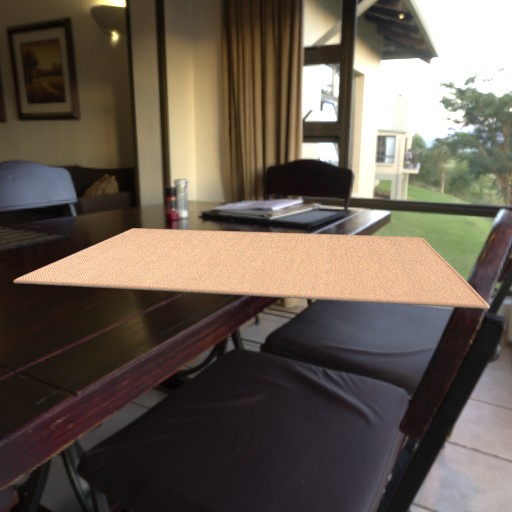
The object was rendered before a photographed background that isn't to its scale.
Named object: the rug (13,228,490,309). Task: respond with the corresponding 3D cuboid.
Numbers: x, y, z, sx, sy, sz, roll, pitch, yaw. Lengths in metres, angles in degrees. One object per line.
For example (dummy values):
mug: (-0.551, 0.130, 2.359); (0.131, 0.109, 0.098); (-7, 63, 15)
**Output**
rug: (0.000, 0.000, 2.037); (1.676, 0.013, 1.067); (2, 14, 9)
